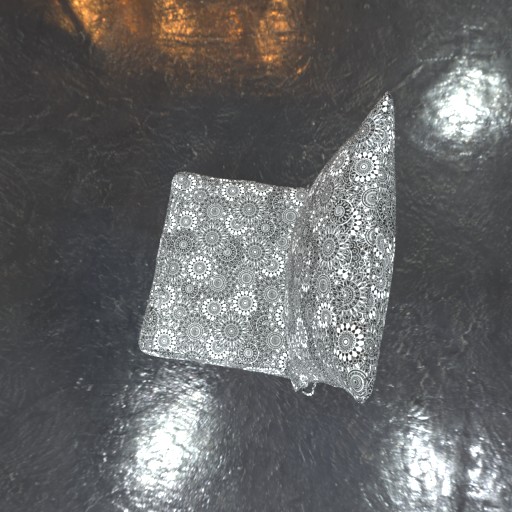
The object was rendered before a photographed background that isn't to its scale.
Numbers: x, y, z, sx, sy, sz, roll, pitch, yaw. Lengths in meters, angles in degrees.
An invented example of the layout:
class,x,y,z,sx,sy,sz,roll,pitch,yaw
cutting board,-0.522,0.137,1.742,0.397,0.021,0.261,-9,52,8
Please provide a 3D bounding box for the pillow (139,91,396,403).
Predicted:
class,x,y,z,sx,sy,sz,roll,pitch,yaw
pillow,0.000,0.000,1.376,0.740,0.722,0.798,8,76,2
